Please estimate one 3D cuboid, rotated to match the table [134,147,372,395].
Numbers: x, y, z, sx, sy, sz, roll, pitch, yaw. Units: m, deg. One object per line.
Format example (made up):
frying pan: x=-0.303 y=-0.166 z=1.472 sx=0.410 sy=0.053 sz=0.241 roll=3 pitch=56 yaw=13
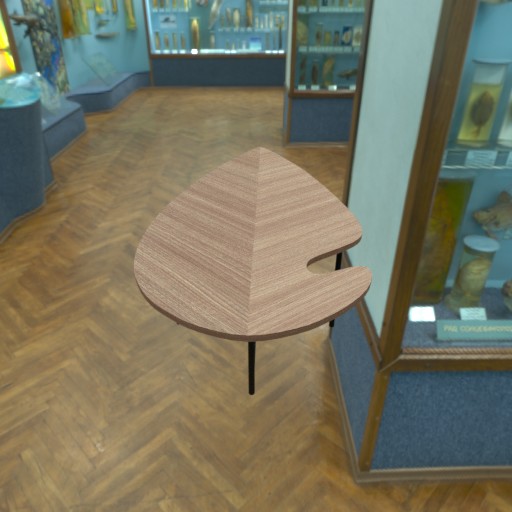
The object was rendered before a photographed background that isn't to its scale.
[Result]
table: x=0.000 y=0.000 z=1.456 sx=0.598 sy=0.360 sz=1.199 roll=1 pitch=31 yaw=1
